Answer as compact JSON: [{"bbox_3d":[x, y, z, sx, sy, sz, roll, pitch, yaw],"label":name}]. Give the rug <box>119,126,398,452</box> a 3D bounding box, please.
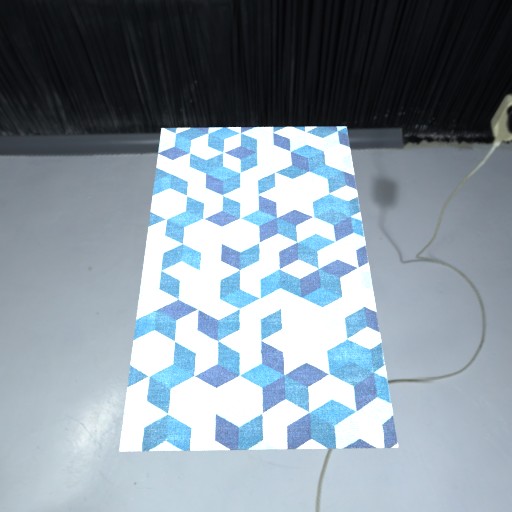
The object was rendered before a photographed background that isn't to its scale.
[{"bbox_3d":[0.000,0.000,3.022,1.518,0.015,2.438,-1,60,0],"label":"rug"}]
